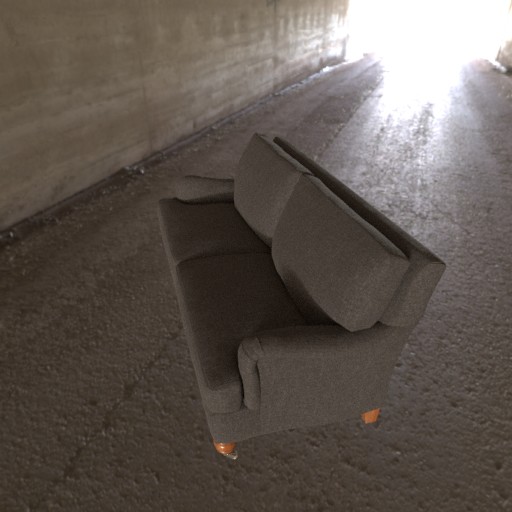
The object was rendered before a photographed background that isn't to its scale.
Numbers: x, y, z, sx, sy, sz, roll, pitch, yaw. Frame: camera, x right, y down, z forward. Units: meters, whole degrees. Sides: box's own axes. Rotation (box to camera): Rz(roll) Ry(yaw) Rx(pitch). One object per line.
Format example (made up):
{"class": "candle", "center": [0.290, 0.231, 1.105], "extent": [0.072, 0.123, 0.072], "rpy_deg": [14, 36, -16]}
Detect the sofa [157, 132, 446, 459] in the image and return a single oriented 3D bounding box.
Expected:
{"class": "sofa", "center": [0.000, 0.000, 2.834], "extent": [1.087, 1.054, 2.160], "rpy_deg": [-8, 31, -14]}
